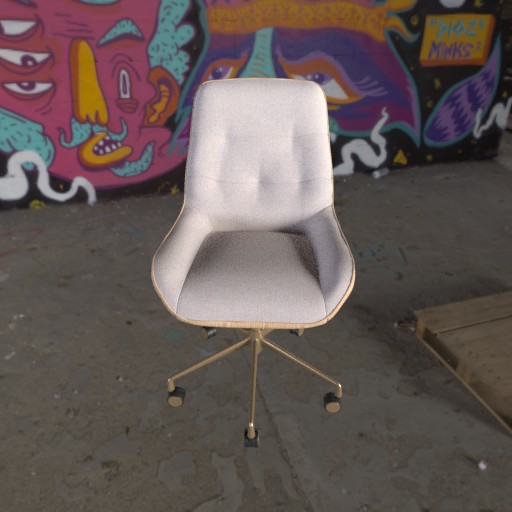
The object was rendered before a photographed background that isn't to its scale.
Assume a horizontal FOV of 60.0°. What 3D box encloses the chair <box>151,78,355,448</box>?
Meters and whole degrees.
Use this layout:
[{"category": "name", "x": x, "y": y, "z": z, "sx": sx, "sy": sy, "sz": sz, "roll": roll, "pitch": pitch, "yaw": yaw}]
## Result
[{"category": "chair", "x": 0.000, "y": 0.000, "z": 1.367, "sx": 0.564, "sy": 0.952, "sz": 0.668, "roll": 1, "pitch": 29, "yaw": 2}]
